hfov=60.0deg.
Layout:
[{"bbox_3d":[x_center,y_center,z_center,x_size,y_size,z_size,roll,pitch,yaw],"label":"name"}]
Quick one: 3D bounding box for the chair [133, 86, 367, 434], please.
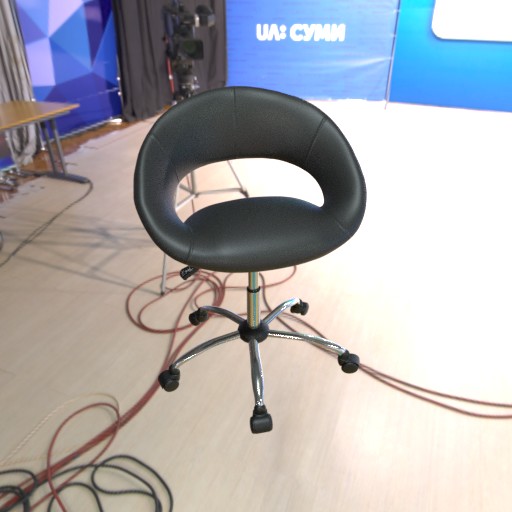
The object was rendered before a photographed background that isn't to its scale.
[{"bbox_3d":[0.000,0.000,1.199,0.612,0.791,0.538,-9,33,-14],"label":"chair"}]
